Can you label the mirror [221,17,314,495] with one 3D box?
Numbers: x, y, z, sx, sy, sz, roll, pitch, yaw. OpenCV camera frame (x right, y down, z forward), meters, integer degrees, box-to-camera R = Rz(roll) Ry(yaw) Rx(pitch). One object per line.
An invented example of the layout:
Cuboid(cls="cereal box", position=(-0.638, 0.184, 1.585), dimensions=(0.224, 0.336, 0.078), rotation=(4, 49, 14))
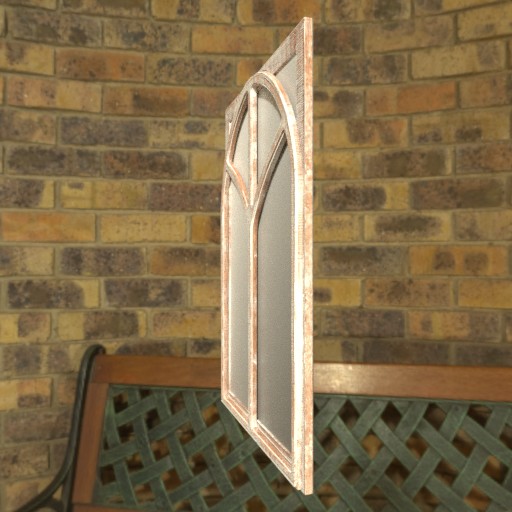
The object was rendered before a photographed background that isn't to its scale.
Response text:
Cuboid(cls="mirror", position=(0.000, 0.000, 0.961), dimensions=(0.058, 0.787, 0.495), rotation=(0, 0, -19))
